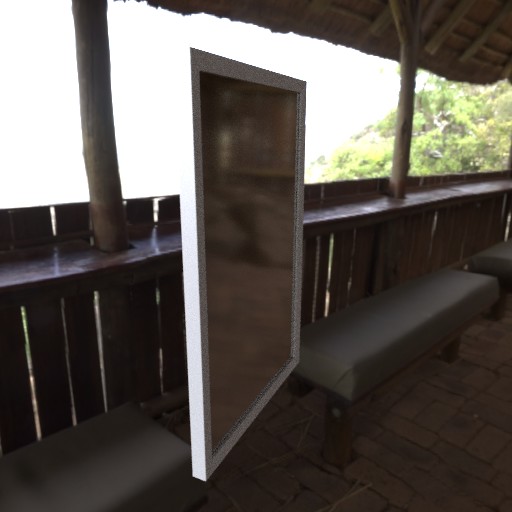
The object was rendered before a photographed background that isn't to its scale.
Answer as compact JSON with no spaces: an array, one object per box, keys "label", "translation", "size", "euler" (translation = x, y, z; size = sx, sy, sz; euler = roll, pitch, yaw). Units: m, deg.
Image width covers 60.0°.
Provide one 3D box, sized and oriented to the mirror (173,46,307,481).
[{"label":"mirror","translation":[0.000,0.000,1.164],"size":[0.041,0.914,0.609],"euler":[7,17,25]}]
